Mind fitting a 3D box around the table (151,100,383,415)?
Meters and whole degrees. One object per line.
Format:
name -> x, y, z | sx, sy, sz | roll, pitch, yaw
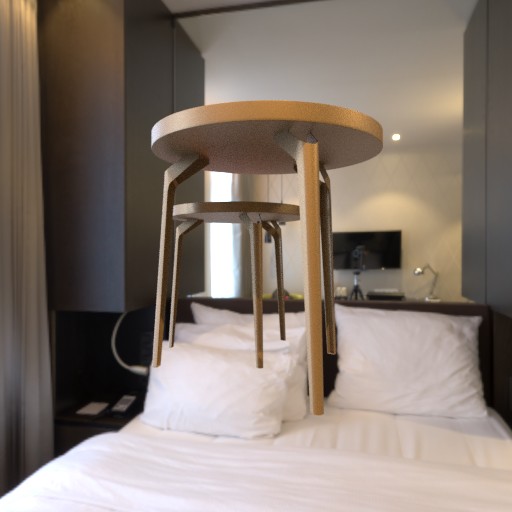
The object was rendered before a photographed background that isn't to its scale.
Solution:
table -> 0.000, 0.000, 1.132 | 0.532, 0.555, 0.751 | 0, 0, -17
